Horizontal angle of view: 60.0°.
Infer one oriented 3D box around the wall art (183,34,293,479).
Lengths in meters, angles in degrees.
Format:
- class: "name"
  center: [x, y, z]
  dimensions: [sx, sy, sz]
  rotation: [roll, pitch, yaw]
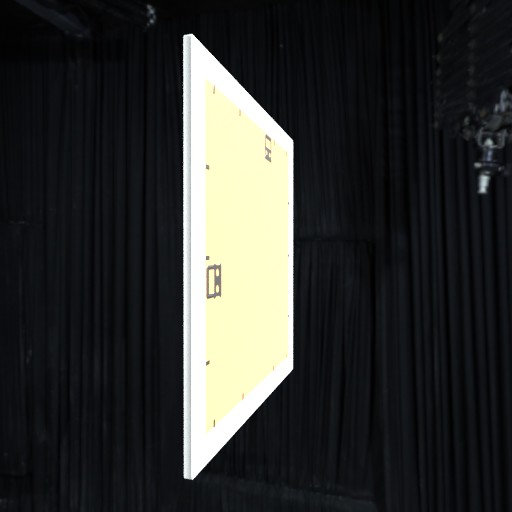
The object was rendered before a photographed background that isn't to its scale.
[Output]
- class: "wall art"
  center: [0.000, 0.000, 0.859]
  dimensions: [0.013, 0.584, 0.584]
  rotation: [0, 0, 18]
